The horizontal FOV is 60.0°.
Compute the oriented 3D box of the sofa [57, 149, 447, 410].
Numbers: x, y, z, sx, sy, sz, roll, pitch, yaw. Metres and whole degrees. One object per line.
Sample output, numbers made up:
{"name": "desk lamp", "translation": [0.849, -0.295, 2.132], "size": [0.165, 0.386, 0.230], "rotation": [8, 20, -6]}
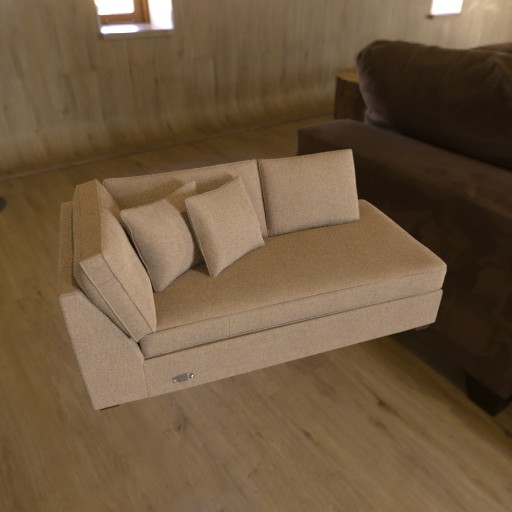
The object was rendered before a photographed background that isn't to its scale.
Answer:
{"name": "sofa", "translation": [0.000, 0.000, 2.842], "size": [2.238, 1.019, 1.110], "rotation": [-11, 33, -16]}
